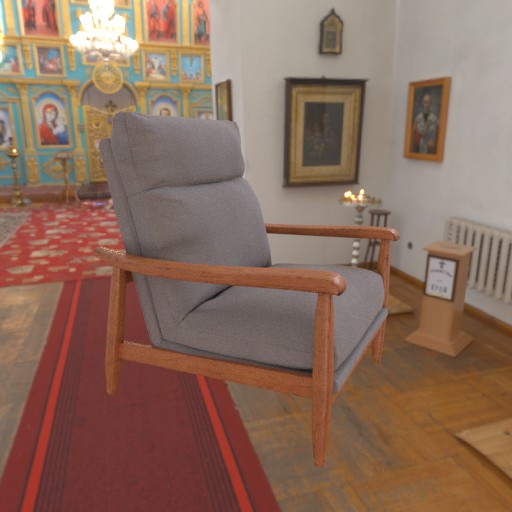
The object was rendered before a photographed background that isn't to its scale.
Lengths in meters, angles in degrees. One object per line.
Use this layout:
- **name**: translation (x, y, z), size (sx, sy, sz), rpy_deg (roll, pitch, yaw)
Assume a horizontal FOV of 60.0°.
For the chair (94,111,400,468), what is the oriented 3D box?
- **chair**: translation (0.000, 0.000, 1.510), size (0.816, 0.922, 0.782), rpy_deg (7, 16, 27)
